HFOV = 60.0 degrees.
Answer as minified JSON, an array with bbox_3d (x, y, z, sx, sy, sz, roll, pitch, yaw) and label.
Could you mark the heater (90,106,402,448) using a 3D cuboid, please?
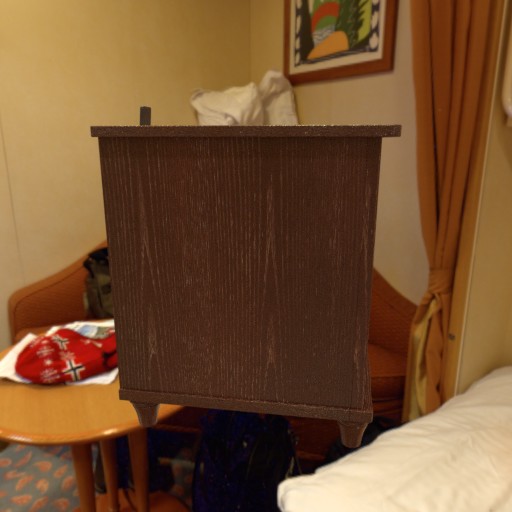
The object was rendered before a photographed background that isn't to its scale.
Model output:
[{"bbox_3d":[0.000,0.000,0.745,0.400,0.481,0.362,2,15,9],"label":"heater"}]
